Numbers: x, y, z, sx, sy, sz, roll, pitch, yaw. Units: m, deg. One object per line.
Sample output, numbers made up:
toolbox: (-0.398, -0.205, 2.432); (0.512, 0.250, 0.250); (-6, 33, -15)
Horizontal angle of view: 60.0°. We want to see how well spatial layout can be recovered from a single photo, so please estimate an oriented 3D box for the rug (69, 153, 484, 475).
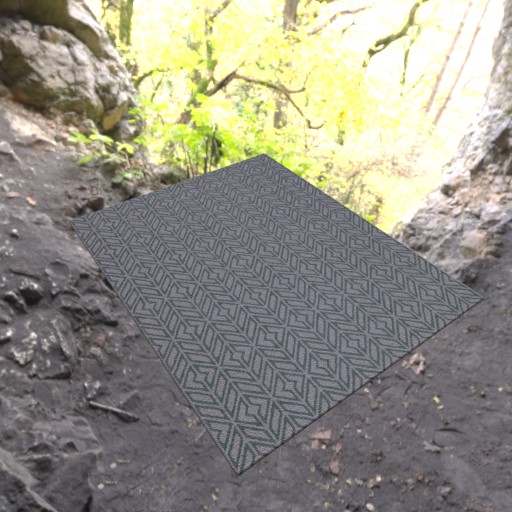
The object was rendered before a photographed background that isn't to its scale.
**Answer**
rug: (0.000, 0.000, 4.038); (2.441, 0.017, 3.050); (-25, 47, -26)
